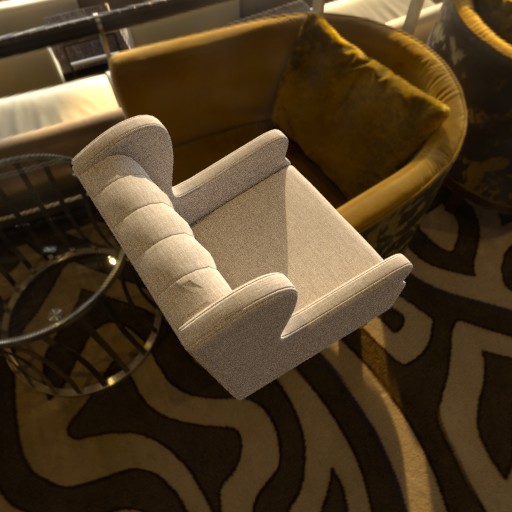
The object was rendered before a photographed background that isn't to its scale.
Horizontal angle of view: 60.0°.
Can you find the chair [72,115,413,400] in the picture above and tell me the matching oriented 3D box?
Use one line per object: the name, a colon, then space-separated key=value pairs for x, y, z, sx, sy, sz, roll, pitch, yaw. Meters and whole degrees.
chair: x=0.000 y=0.000 z=1.495 sx=0.760 sy=0.930 sz=0.710 roll=-31 pitch=64 yaw=-17
